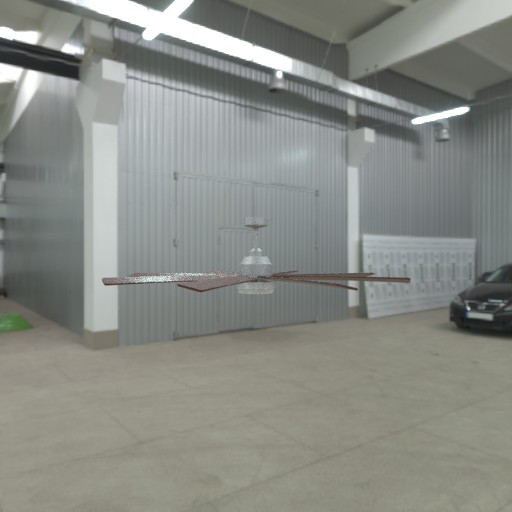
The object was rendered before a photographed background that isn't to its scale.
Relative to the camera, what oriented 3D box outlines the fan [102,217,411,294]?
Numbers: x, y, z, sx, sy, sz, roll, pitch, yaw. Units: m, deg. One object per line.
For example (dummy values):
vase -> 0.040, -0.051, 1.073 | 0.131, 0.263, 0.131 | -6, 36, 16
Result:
fan -> 0.000, 0.000, 2.780 | 1.830, 0.472, 1.830 | 0, 0, 19
